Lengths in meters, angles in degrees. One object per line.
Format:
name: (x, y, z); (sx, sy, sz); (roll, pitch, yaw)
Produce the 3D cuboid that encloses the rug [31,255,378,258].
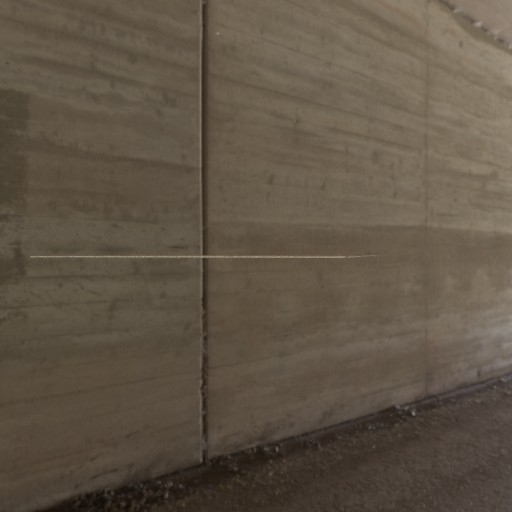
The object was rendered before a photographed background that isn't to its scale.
rug: (0.000, 0.000, 3.073); (1.529, 0.012, 2.435); (0, 0, 18)
